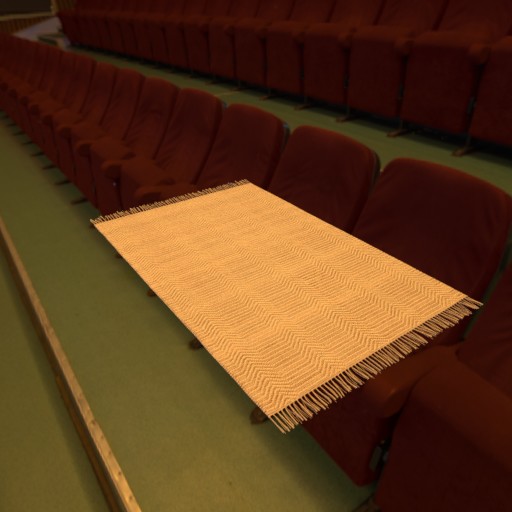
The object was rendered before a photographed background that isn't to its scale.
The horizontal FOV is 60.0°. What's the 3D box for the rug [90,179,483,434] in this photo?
[{"bbox_3d":[0.000,0.000,2.490,1.224,0.027,2.021,-20,36,-30],"label":"rug"}]
